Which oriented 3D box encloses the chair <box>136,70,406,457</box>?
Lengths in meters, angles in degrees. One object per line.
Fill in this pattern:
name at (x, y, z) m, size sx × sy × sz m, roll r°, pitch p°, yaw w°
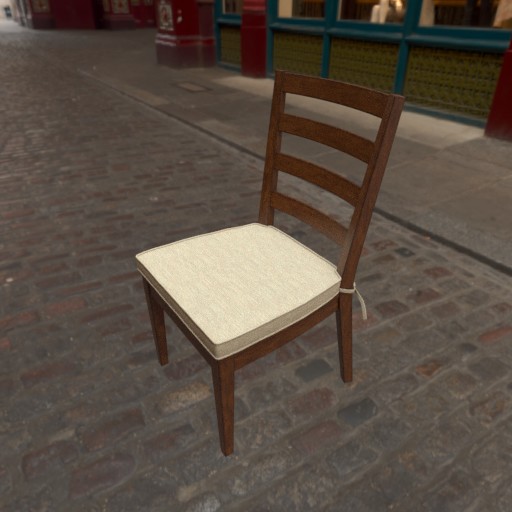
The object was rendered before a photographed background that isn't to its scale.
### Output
chair at (0.000, 0.000, 1.379) m, size 0.595 × 0.979 × 0.593 m, roll -20°, pitch 36°, yaw -29°
